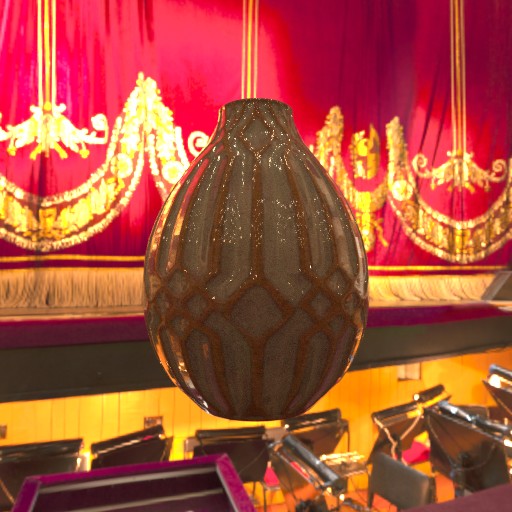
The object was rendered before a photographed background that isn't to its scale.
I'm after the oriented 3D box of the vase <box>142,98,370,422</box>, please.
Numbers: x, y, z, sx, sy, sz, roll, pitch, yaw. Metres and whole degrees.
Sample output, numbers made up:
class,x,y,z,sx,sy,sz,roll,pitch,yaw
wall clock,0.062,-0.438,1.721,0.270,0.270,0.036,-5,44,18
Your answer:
class,x,y,z,sx,sy,sz,roll,pitch,yaw
vase,0.000,0.000,0.264,0.131,0.175,0.131,0,-1,0
